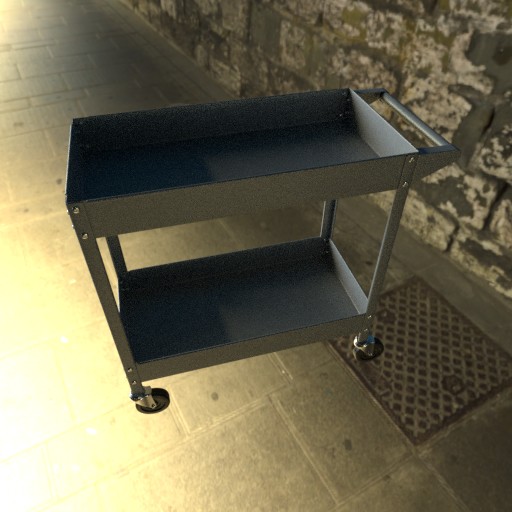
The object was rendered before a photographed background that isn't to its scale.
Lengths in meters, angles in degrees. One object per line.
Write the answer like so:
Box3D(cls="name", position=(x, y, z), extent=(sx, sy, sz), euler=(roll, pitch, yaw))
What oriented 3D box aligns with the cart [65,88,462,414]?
Box3D(cls="cart", position=(0.000, 0.000, 1.179), extent=(0.779, 0.719, 0.366), euler=(-10, 43, -11))
